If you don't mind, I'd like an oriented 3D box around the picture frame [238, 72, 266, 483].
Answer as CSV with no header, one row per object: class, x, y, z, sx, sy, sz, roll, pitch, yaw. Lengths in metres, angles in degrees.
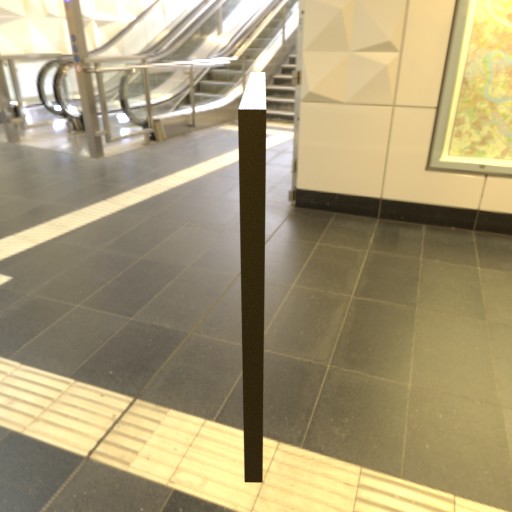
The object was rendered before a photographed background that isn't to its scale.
picture frame,0.000,0.000,0.769,0.028,0.556,0.460,0,27,1
